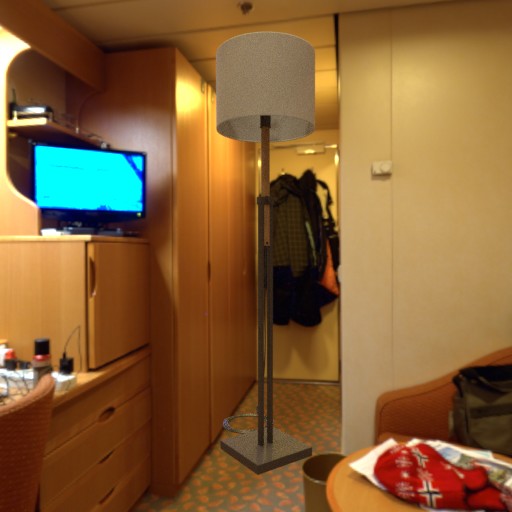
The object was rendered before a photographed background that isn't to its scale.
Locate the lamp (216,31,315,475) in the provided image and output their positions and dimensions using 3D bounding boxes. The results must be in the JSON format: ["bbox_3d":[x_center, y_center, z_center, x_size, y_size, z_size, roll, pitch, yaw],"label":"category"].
[{"bbox_3d":[0.000,0.000,1.948,0.474,1.650,0.639,0,1,-35],"label":"lamp"}]
